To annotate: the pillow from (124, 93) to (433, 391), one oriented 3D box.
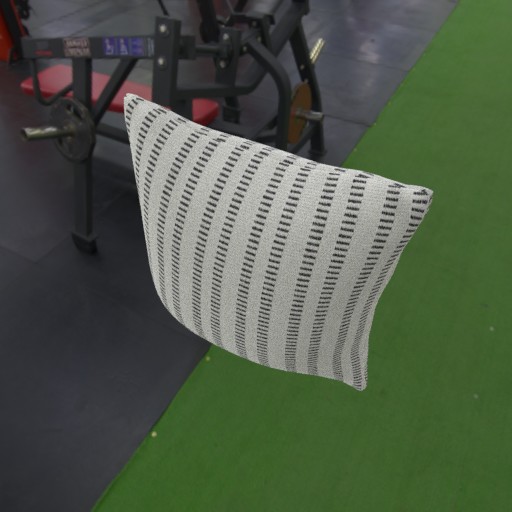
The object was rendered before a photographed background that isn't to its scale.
[{"bbox_3d":[0.000,0.000,0.688,0.438,0.419,0.247,23,50,21],"label":"pillow"}]
